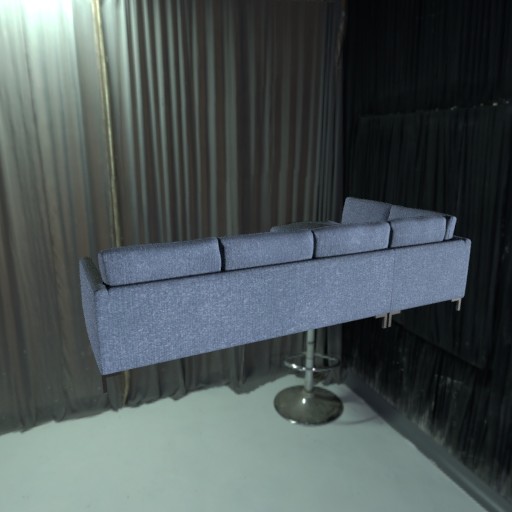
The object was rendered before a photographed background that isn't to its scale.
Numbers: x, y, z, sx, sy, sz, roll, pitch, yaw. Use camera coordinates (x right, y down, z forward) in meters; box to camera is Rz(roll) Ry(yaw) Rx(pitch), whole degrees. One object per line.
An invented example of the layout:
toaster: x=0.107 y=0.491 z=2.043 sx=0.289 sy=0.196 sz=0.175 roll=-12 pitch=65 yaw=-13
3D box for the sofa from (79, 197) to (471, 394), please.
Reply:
sofa: x=0.000 y=0.000 z=3.863 sx=2.949 sy=0.815 sz=2.007 roll=-7 pitch=16 yaw=-25
